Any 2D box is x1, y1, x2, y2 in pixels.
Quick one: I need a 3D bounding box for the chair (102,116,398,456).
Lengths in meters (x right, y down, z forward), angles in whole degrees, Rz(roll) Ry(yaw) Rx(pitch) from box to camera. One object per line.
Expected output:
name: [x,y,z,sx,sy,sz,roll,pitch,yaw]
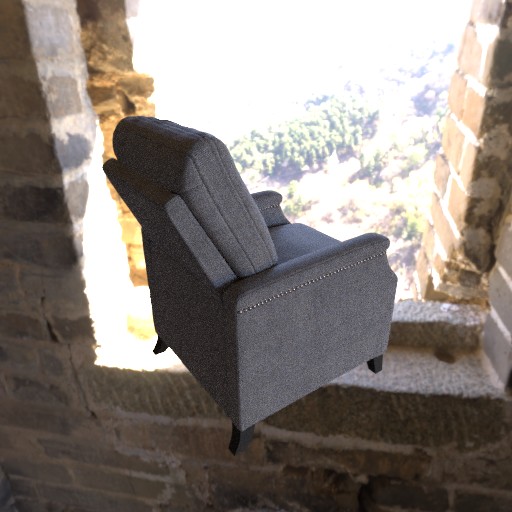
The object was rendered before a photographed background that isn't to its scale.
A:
chair: [0.000,0.000,1.695,0.922,1.049,0.710,-17,31,-31]
